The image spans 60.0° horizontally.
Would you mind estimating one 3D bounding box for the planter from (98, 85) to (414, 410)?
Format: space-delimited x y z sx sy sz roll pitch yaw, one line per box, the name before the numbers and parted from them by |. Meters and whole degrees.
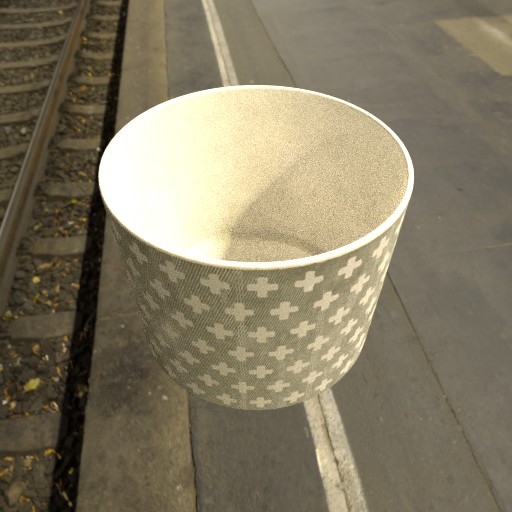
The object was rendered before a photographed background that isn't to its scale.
planter | 0.000 0.000 0.446 0.250 0.239 0.250 0 46 0
